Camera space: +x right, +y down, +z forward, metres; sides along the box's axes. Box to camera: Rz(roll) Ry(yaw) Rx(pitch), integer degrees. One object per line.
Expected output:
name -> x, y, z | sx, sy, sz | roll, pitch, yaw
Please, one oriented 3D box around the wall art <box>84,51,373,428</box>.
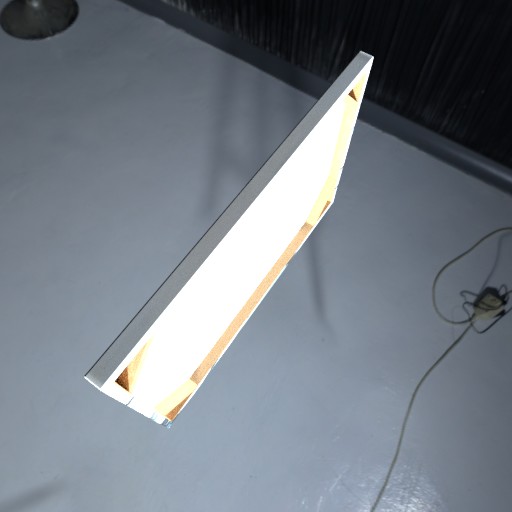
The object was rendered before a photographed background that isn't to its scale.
wall art -> 0.000, 0.000, 1.139 | 0.039, 0.609, 0.914 | 32, 68, 15
